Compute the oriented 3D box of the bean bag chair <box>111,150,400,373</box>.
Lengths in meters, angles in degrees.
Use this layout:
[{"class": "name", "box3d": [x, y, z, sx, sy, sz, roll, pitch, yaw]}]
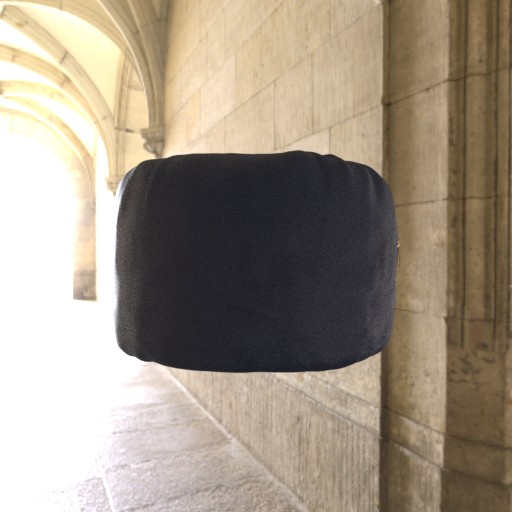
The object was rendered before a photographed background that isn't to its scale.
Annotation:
[{"class": "bean bag chair", "box3d": [0.000, 0.000, 1.960, 1.219, 0.762, 1.219, 0, 1, 0]}]
